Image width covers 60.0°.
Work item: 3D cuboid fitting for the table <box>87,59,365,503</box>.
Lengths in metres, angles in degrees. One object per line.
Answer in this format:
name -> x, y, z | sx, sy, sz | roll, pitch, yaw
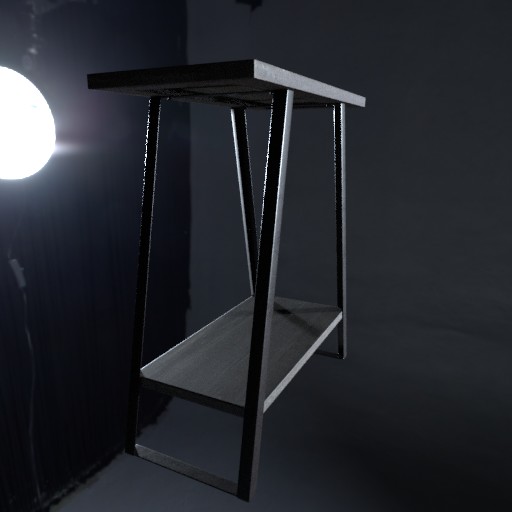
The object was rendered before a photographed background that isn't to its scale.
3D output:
table -> 0.000, 0.000, 0.984 | 0.300, 0.701, 0.599 | 7, 16, 26
